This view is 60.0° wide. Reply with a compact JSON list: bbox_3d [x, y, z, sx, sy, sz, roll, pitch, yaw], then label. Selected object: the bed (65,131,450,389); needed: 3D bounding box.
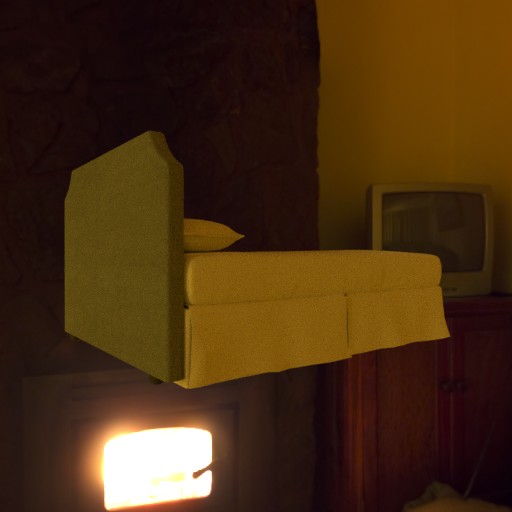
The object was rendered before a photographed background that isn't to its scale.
[{"bbox_3d":[0.000,0.000,3.568,2.464,1.306,1.977,0,0,-38],"label":"bed"}]
